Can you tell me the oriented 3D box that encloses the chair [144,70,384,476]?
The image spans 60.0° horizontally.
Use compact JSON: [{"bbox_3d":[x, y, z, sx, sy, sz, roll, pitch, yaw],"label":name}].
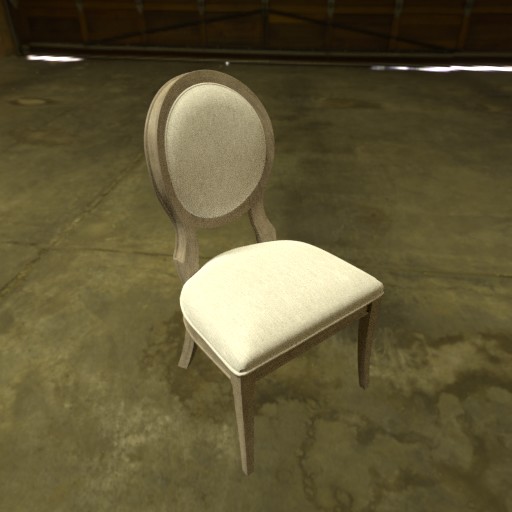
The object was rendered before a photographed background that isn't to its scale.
[{"bbox_3d":[0.000,0.000,1.350,0.558,0.990,0.602,-23,38,-31],"label":"chair"}]
